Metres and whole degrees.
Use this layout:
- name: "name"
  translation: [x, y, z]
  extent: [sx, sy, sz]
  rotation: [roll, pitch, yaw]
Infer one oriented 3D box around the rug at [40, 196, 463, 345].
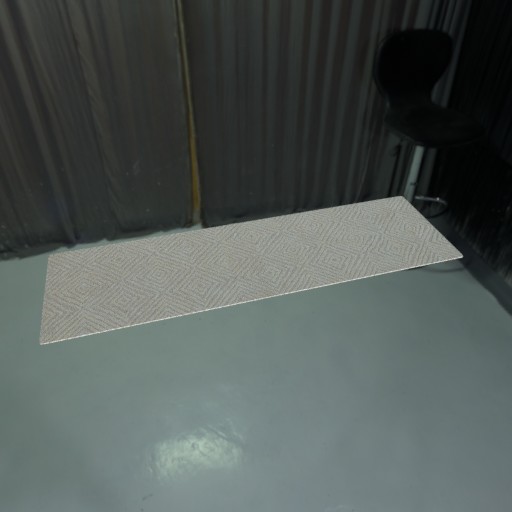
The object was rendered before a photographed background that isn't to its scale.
- name: "rug"
  translation: [0.000, 0.000, 2.538]
  extent: [2.277, 0.008, 0.676]
  rotation: [-11, 41, -12]
